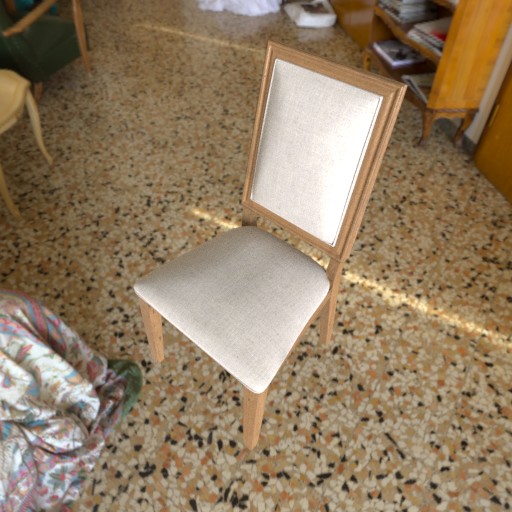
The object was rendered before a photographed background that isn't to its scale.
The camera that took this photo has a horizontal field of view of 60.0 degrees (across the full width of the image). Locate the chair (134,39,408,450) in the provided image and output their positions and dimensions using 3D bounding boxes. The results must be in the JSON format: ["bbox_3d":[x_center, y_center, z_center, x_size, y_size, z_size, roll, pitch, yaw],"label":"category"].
[{"bbox_3d":[0.000,0.000,1.329,0.536,0.988,0.601,33,55,28],"label":"chair"}]
